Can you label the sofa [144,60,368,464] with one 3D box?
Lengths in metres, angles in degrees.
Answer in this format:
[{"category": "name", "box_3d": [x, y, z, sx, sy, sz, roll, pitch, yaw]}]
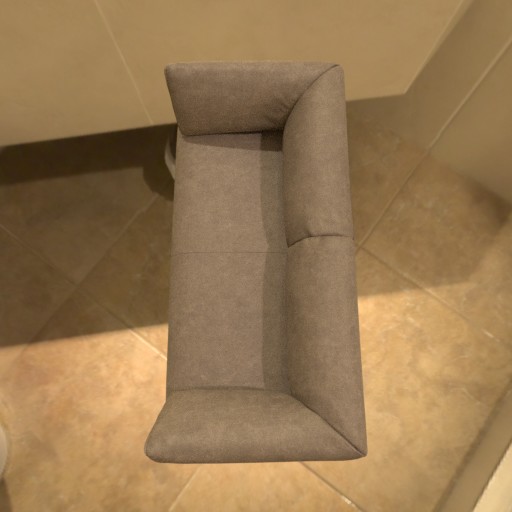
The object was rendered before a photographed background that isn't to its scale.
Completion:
[{"category": "sofa", "box_3d": [0.000, 0.000, 2.304, 0.905, 0.747, 1.878, 0, 76, 0]}]
